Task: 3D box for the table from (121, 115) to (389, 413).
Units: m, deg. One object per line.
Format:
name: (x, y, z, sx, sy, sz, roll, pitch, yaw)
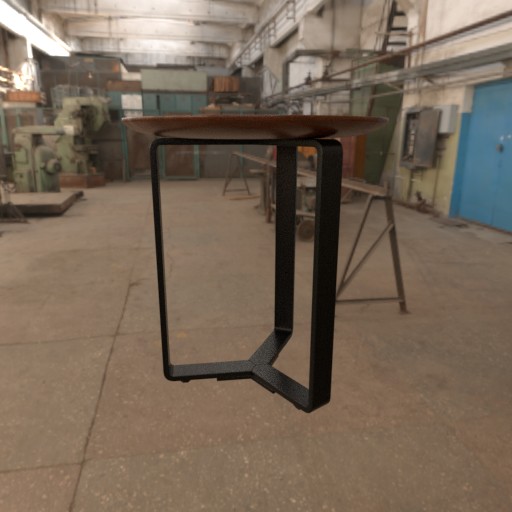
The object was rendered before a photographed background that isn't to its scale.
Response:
table: (0.000, 0.000, 0.763, 0.410, 0.450, 0.380, -2, 16, -8)
